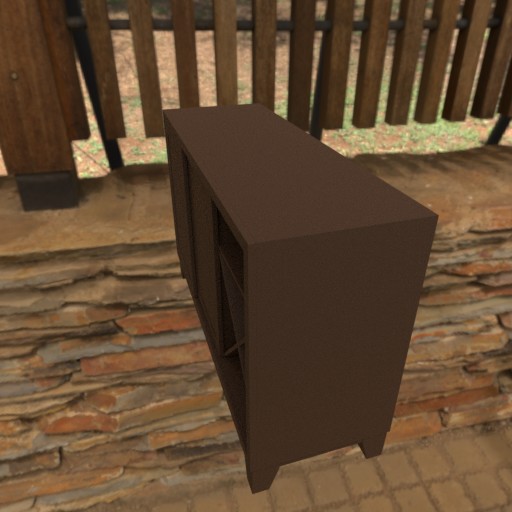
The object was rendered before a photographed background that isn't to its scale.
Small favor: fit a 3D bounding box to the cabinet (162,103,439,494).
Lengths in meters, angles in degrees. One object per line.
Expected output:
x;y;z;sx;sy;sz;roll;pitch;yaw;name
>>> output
0.000;0.000;1.811;0.482;0.914;1.396;-9;31;-15;cabinet
